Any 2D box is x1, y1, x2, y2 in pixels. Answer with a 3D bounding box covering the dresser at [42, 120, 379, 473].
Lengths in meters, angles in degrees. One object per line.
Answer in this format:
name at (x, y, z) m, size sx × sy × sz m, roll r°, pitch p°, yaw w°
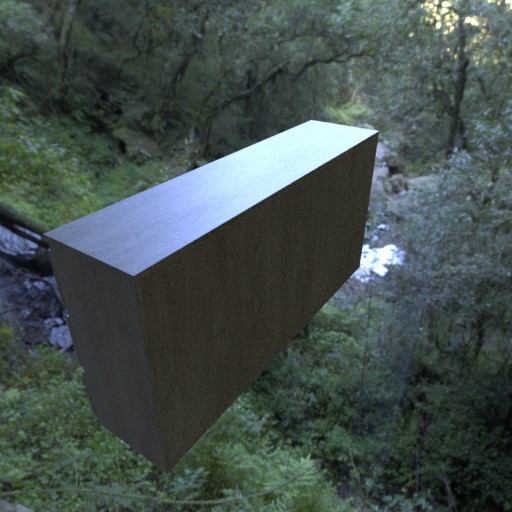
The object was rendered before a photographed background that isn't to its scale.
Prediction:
dresser at (0.000, 0.000, 1.935) m, size 0.390 × 0.795 × 1.590 m, roll 20°, pitch 36°, yaw 29°
